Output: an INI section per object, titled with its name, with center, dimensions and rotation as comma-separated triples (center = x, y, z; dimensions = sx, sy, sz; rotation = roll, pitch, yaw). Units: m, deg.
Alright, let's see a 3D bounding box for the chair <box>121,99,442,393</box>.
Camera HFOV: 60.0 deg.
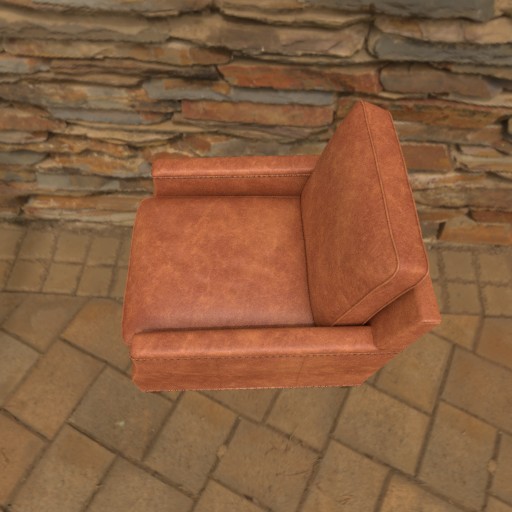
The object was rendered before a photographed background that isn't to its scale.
[chair]
center = 0.000, 0.000, 1.712
dimensions = 1.014, 0.943, 0.853
rotation = -1, 60, -1
